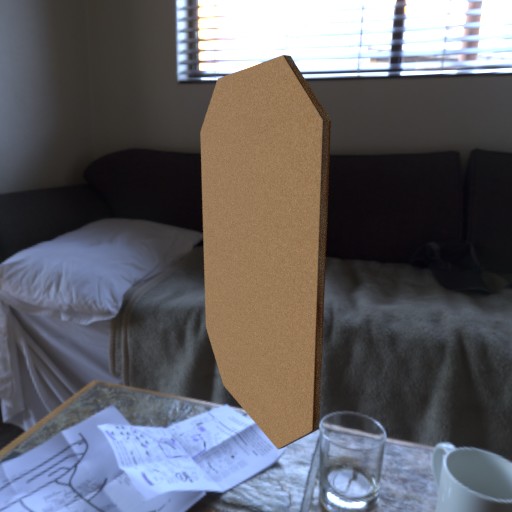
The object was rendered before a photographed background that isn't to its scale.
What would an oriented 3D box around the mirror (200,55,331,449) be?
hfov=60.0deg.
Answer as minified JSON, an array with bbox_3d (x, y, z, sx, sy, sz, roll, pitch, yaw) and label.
[{"bbox_3d":[0.000,0.000,1.290,0.061,1.015,0.709,-7,15,-26],"label":"mirror"}]
